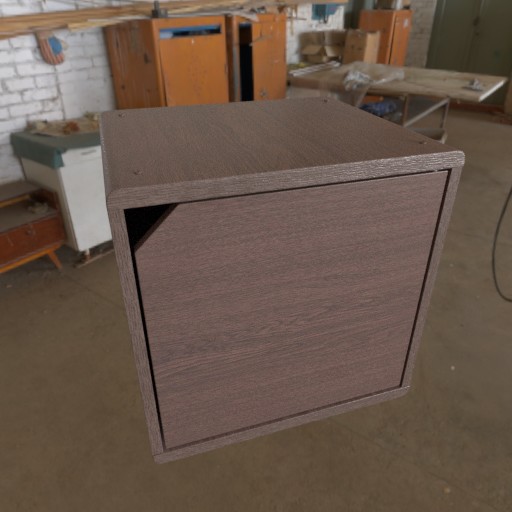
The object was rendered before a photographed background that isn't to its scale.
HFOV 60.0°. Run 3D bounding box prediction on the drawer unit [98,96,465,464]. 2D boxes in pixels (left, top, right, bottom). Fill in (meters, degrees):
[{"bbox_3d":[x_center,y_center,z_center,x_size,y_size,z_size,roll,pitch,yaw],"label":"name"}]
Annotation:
[{"bbox_3d":[0.000,0.000,0.595,0.344,0.344,0.290,-9,32,-16],"label":"drawer unit"}]
